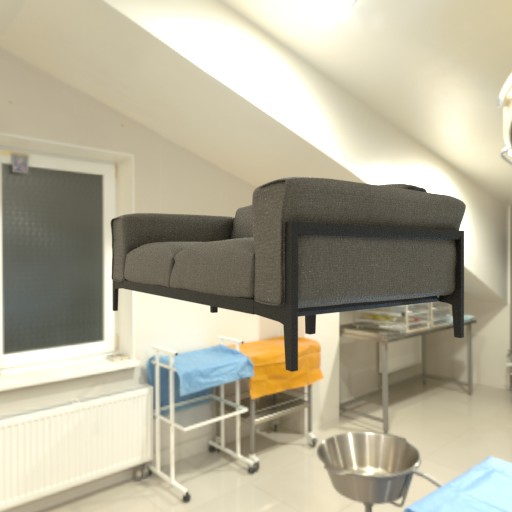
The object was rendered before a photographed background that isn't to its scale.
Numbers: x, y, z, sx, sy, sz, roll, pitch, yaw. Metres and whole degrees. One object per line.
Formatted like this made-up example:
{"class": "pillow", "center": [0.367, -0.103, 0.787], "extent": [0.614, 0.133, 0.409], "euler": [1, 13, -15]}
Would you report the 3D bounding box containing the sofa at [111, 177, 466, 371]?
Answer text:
{"class": "sofa", "center": [0.000, 0.000, 2.227], "extent": [0.960, 0.656, 1.690], "euler": [0, 0, -35]}
